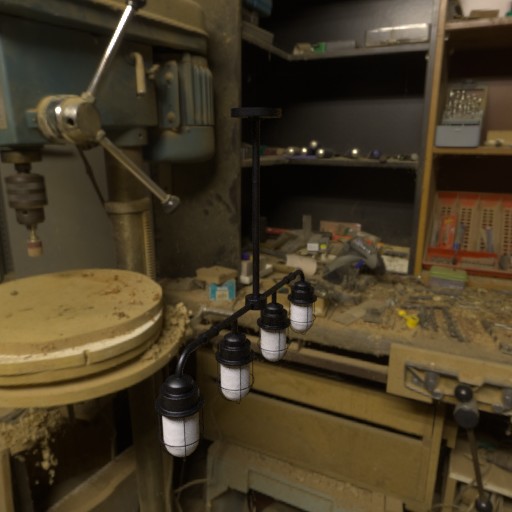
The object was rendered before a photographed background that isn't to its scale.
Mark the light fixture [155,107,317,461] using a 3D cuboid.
[{"bbox_3d":[0.000,0.000,1.245,0.131,0.785,0.852,8,17,26],"label":"light fixture"}]
